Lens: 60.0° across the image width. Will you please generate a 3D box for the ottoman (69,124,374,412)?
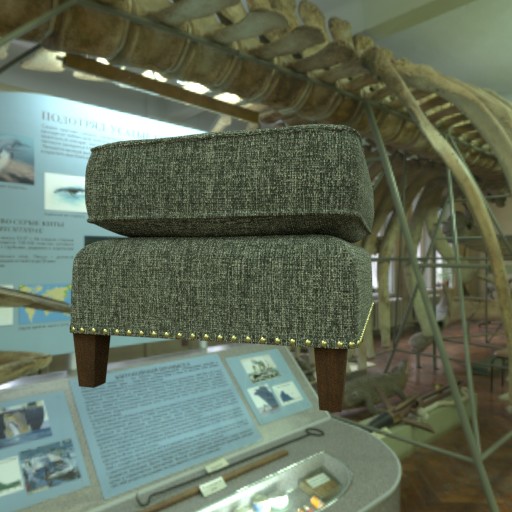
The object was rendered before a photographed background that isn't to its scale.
[{"bbox_3d":[0.000,0.000,1.160,0.589,0.537,0.738,0,0,17],"label":"ottoman"}]
